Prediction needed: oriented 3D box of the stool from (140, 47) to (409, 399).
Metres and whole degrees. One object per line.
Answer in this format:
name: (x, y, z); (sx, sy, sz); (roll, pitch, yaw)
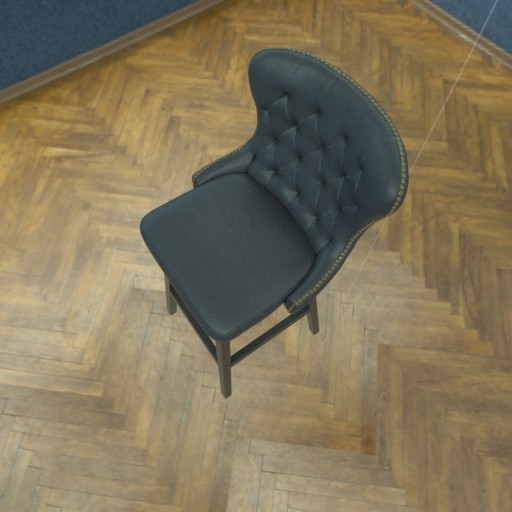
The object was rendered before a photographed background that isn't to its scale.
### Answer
stool: (0.000, 0.000, 1.385); (0.601, 1.050, 0.528); (-32, 68, -15)
